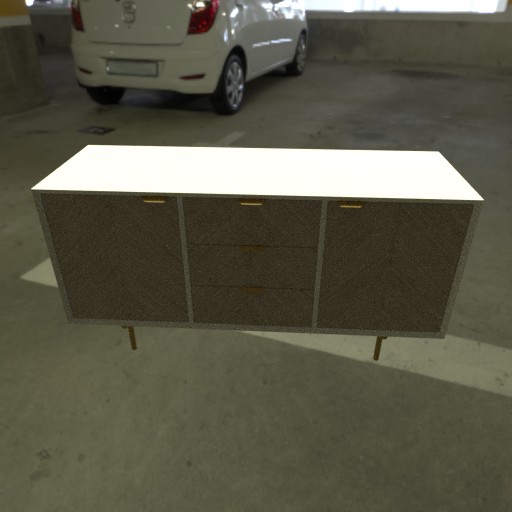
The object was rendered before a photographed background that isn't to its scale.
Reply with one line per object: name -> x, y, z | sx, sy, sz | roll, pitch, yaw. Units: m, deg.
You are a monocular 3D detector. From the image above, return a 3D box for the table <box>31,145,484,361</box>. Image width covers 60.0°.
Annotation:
table -> 0.000, 0.000, 1.875 | 1.500, 0.769, 0.508 | 2, 31, 3
